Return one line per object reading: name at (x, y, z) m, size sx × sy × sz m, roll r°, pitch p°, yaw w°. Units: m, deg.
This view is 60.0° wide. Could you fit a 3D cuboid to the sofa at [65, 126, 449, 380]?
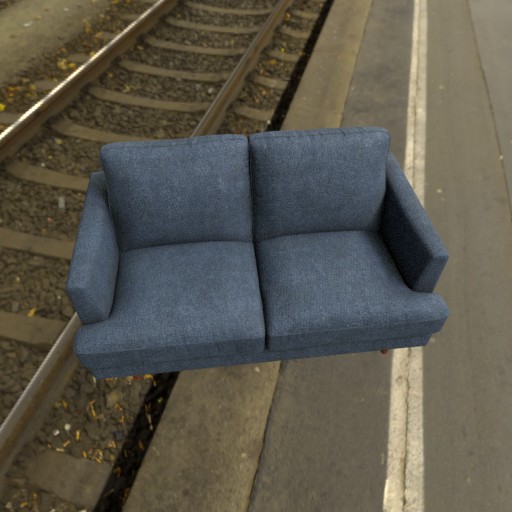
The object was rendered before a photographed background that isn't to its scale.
sofa at (0.000, 0.000, 2.114) m, size 1.582 × 0.944 × 0.903 m, roll -5°, pitch 47°, yaw -4°
